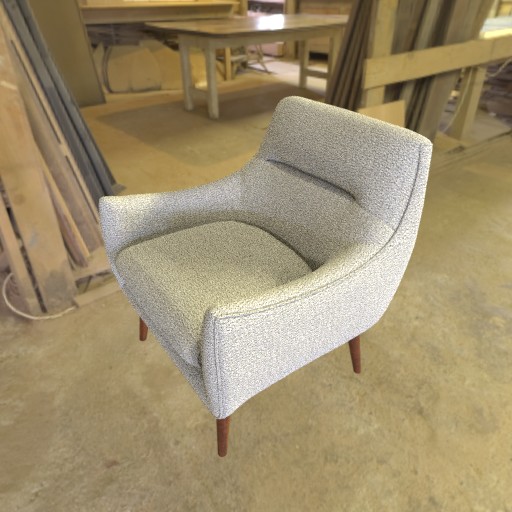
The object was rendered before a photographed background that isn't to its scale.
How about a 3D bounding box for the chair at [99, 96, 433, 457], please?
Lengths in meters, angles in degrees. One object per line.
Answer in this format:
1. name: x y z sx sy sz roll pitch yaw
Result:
1. chair: 0.000 0.000 1.441 0.787 0.838 0.762 -20 38 -29
